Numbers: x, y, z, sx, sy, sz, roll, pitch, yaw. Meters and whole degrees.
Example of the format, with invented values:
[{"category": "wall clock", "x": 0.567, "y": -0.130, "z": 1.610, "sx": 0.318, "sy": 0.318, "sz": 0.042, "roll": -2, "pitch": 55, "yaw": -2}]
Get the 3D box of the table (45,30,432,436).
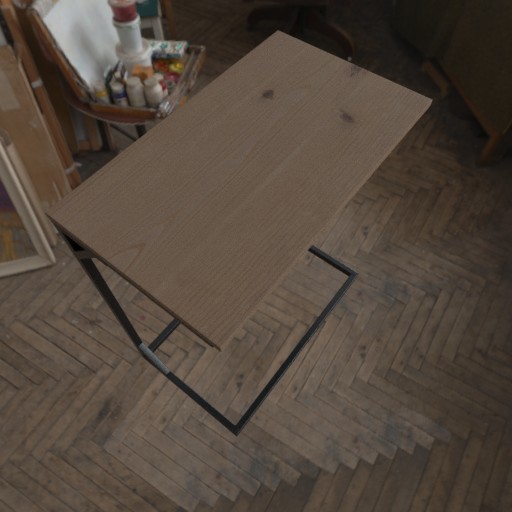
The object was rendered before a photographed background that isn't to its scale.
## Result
[{"category": "table", "x": 0.000, "y": 0.000, "z": 1.027, "sx": 0.351, "sy": 0.673, "sz": 0.597, "roll": 34, "pitch": 64, "yaw": 19}]
